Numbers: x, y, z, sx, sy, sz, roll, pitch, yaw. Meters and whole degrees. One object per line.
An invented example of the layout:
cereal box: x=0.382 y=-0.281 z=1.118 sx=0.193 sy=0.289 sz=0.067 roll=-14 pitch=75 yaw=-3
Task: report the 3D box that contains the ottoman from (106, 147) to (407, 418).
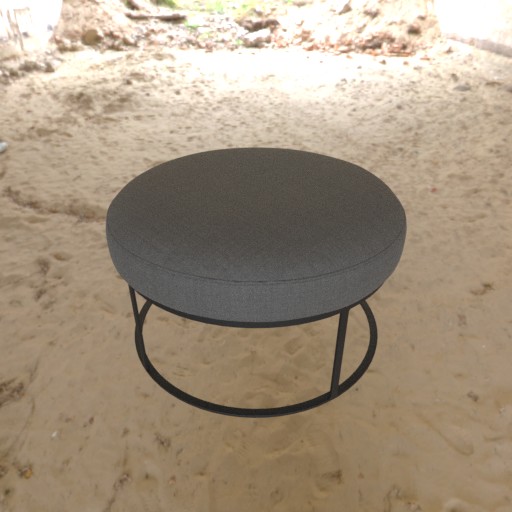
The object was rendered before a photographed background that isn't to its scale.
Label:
ottoman: x=0.000 y=0.000 z=1.250 sx=0.772 sy=0.460 sz=0.772 roll=0 pitch=32 yaw=0
